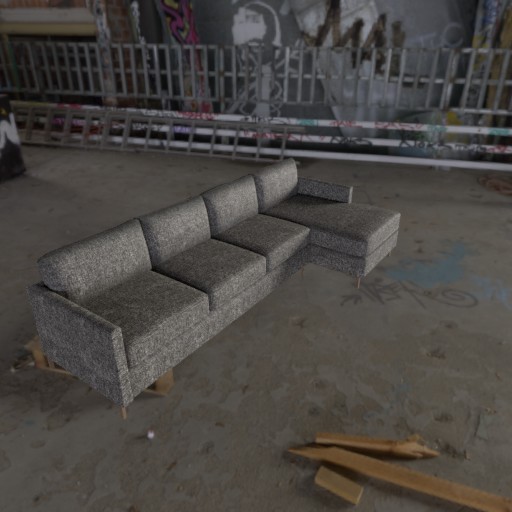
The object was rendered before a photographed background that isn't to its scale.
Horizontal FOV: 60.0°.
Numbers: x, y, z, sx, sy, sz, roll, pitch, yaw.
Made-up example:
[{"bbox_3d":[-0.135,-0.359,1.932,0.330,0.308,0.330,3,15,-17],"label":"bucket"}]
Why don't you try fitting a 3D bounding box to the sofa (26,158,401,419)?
[{"bbox_3d":[0.000,0.000,3.997,1.488,0.970,3.384,18,32,31],"label":"sofa"}]
